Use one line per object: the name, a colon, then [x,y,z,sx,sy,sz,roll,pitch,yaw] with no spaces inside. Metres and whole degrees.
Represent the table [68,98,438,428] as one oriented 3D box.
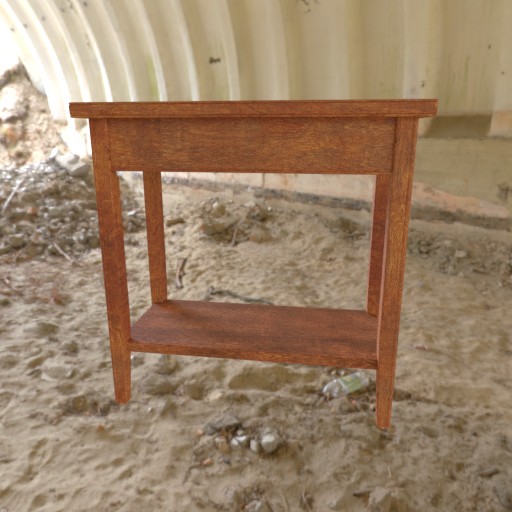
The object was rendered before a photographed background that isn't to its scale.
table: [0.000,0.000,0.947,0.610,0.610,0.305,2,16,8]
